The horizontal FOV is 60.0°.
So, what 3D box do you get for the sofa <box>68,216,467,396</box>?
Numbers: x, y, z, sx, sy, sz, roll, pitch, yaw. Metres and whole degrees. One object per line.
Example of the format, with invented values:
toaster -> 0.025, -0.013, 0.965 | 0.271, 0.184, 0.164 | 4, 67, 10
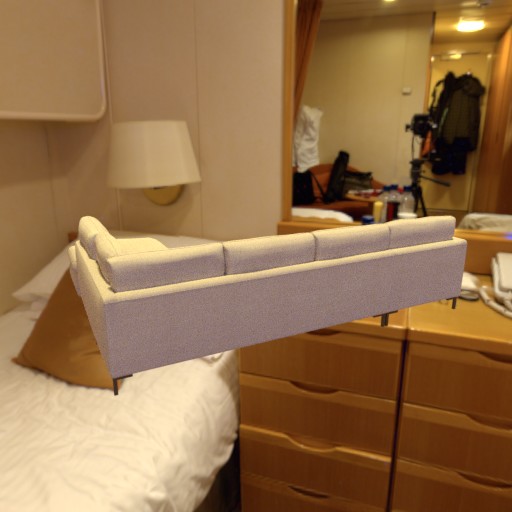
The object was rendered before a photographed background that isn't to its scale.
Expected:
sofa -> 0.000, 0.000, 3.645 | 2.737, 0.756, 1.879 | -8, 18, -26
